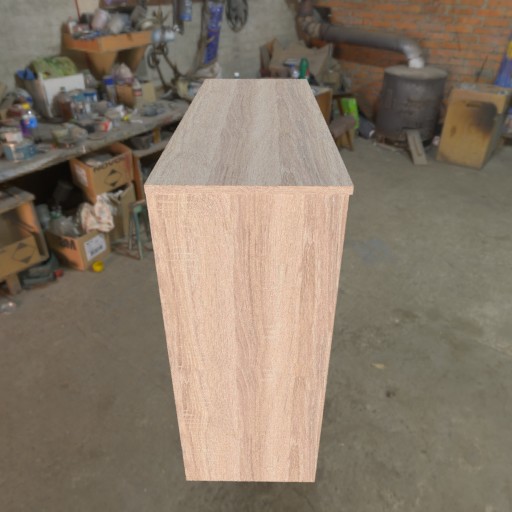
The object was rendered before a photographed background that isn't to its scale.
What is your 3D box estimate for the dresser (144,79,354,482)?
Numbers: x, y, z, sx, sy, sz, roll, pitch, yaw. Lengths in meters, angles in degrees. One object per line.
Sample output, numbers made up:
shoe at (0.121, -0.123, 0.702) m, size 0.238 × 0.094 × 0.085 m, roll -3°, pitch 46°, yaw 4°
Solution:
dresser at (0.000, 0.000, 1.427) m, size 0.380 × 0.900 × 0.980 m, roll 0°, pitch 32°, yaw 1°
